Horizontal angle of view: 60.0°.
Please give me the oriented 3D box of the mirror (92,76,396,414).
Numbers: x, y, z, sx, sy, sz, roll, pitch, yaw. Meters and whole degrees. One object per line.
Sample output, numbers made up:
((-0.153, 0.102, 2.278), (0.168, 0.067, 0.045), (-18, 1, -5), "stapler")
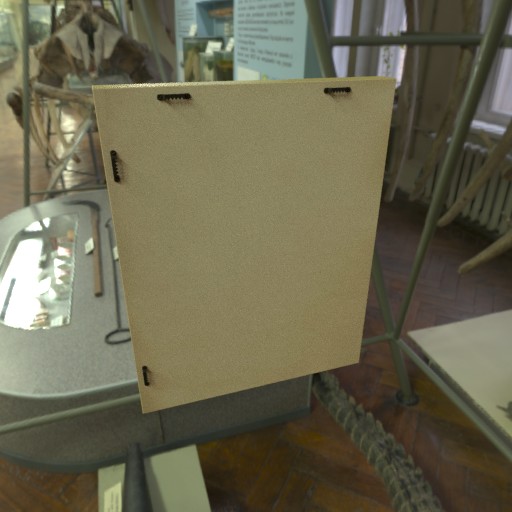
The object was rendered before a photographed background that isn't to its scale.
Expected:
((0.000, 0.000, 0.691), (0.405, 0.508, 0.041), (-9, 28, -16), "mirror")
